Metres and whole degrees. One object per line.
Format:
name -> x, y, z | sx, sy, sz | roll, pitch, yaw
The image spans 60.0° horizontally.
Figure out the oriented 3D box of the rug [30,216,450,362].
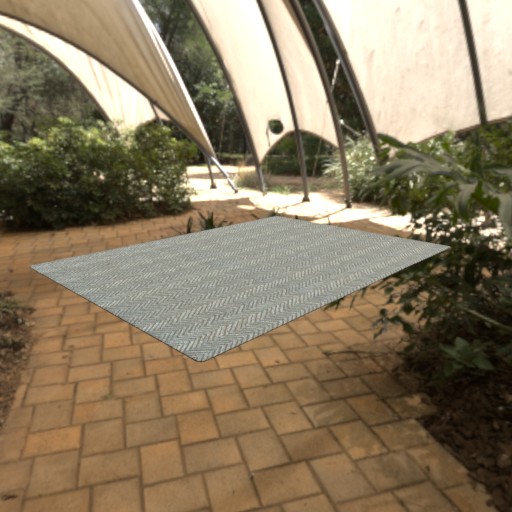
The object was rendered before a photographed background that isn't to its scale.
rug -> 0.000, 0.000, 5.091 | 2.894, 0.011, 3.957 | 15, 22, 42
